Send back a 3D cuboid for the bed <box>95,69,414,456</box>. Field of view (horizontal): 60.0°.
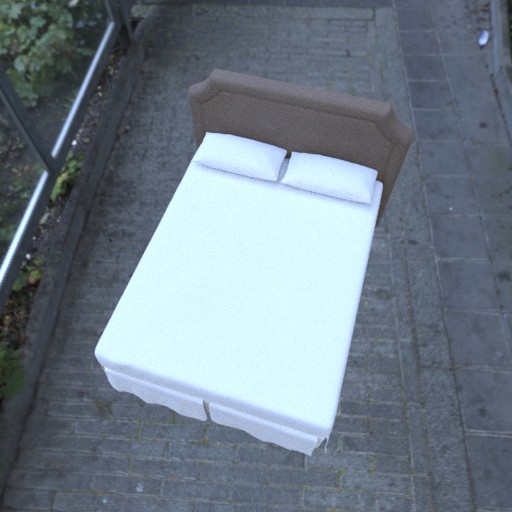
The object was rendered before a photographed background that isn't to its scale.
[{"bbox_3d":[0.000,0.000,3.099,1.693,1.290,2.116,15,60,9],"label":"bed"}]
